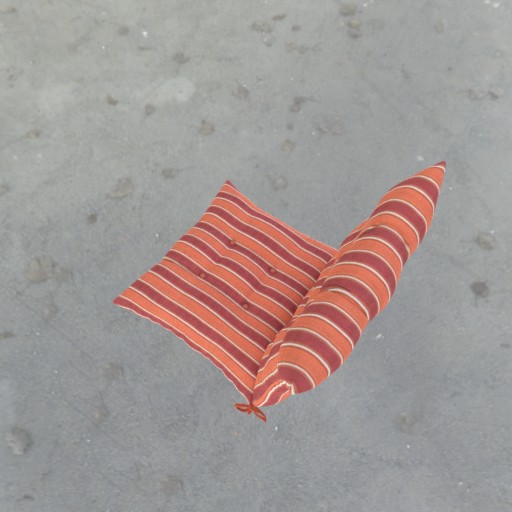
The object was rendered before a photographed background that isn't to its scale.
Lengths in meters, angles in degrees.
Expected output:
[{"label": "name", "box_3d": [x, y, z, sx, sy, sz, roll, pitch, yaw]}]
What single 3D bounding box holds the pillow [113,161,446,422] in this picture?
[{"label": "pillow", "box_3d": [0.000, 0.000, 1.010, 0.585, 0.536, 0.541, 33, 68, 15]}]
